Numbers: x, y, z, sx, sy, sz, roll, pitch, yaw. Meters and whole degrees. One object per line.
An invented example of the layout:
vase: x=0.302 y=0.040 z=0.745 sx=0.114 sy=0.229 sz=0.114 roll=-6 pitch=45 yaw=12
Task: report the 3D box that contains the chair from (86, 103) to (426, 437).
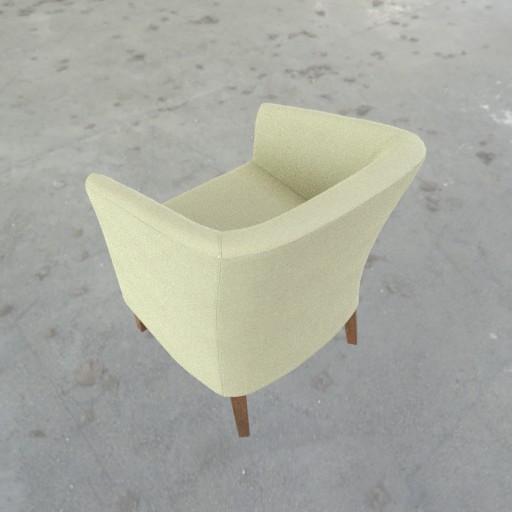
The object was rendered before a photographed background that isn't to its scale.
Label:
chair: x=0.000 y=0.000 z=1.279 sx=0.643 sy=0.822 sz=0.657 roll=-32 pitch=53 yaw=-27
